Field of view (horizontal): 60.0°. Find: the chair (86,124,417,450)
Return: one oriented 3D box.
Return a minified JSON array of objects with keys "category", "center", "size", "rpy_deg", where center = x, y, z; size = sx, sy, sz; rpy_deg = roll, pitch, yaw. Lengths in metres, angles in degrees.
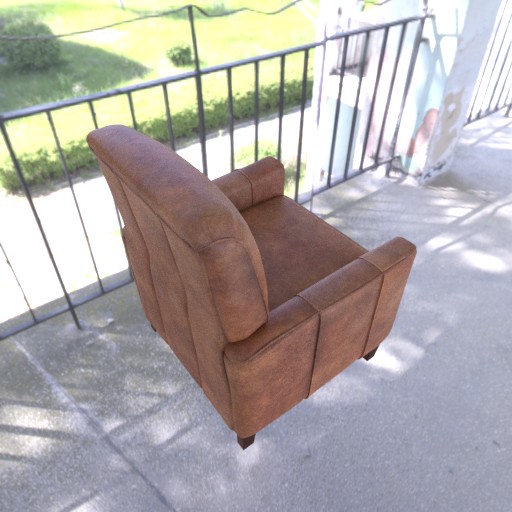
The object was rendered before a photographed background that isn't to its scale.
[{"category":"chair","center":[0.000,0.000,1.667],"size":[0.836,1.043,0.843],"rpy_deg":[-26,47,-27]}]
